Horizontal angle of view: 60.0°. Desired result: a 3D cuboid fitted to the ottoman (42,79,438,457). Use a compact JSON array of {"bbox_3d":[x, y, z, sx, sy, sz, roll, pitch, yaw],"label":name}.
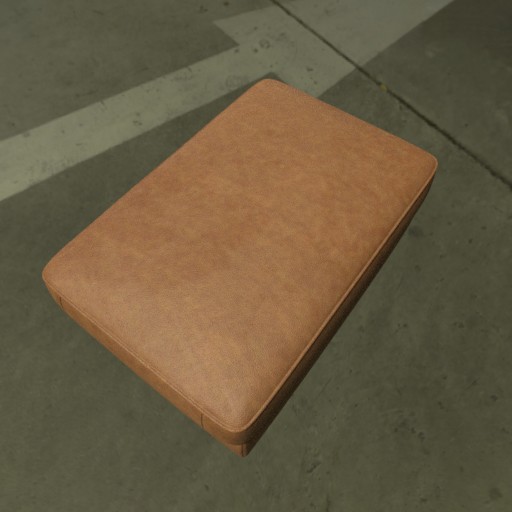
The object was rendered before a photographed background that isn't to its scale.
[{"bbox_3d":[0.000,0.000,1.196,0.584,0.483,0.864,33,64,18],"label":"ottoman"}]
